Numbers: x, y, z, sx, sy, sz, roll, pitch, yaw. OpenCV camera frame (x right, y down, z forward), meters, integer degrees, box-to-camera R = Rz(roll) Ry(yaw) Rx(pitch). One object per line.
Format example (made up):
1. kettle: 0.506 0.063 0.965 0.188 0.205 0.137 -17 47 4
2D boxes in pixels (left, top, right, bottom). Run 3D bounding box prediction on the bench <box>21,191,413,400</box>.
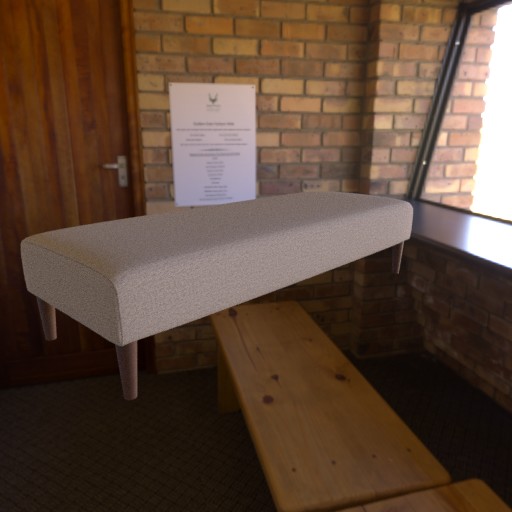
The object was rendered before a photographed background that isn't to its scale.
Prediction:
1. bench: 0.000 0.000 1.821 0.631 0.383 1.598 14 21 42
